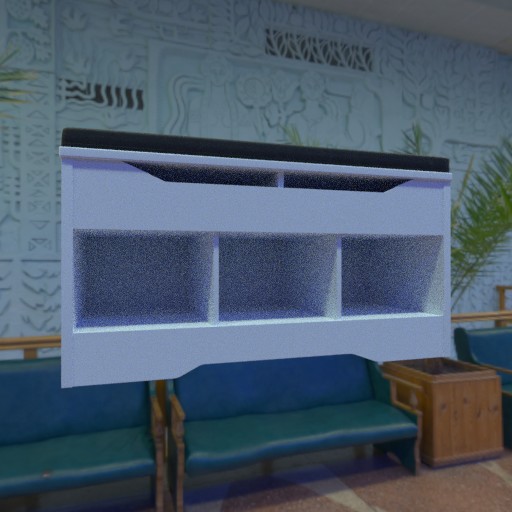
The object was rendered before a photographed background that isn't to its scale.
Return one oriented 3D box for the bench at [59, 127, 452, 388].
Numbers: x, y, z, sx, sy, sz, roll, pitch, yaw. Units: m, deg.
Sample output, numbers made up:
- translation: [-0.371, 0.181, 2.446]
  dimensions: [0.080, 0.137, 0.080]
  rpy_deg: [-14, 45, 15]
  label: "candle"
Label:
- translation: [0.000, 0.000, 1.155]
  dimensions: [0.899, 0.500, 0.401]
  rpy_deg: [0, 0, -17]
  label: "bench"
